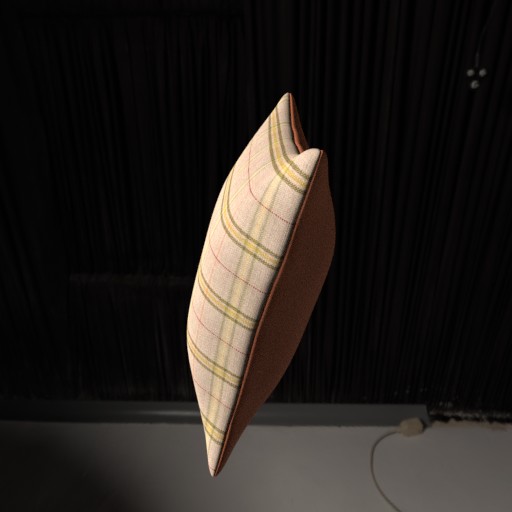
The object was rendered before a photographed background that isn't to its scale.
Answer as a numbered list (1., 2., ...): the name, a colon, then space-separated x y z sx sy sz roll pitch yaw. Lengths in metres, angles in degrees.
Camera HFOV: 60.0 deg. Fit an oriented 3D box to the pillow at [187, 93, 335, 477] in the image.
1. pillow: 0.000 0.000 0.684 0.200 0.430 0.453 0 27 0
